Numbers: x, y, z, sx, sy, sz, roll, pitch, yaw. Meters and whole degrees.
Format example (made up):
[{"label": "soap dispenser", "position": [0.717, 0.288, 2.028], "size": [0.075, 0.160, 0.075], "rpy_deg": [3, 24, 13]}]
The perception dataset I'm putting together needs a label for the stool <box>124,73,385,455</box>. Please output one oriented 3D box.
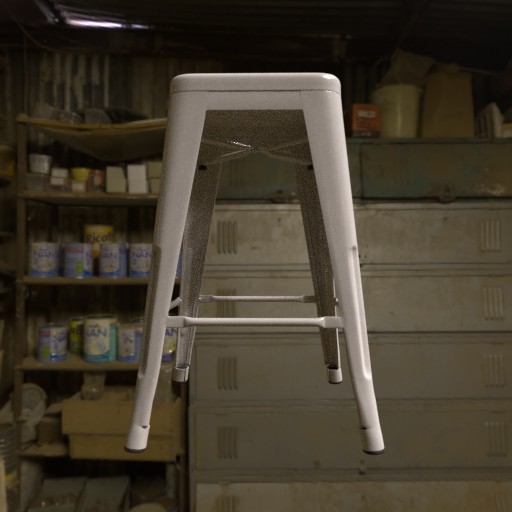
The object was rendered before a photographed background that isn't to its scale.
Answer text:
[{"label": "stool", "position": [0.000, 0.000, 0.877], "size": [0.406, 0.610, 0.406], "rpy_deg": [0, 0, 1]}]
